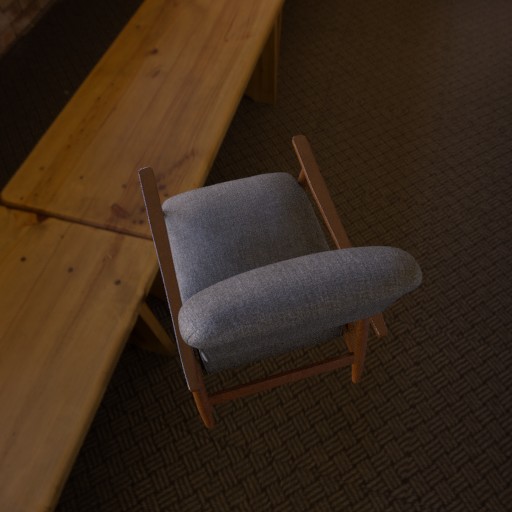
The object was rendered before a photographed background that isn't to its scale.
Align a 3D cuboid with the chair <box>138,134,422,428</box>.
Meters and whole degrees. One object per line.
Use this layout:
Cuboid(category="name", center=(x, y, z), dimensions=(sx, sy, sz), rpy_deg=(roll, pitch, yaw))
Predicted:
Cuboid(category="chair", center=(0.000, 0.000, 1.787), dimensions=(0.762, 1.082, 1.030), rpy_deg=(-14, 60, -8))
